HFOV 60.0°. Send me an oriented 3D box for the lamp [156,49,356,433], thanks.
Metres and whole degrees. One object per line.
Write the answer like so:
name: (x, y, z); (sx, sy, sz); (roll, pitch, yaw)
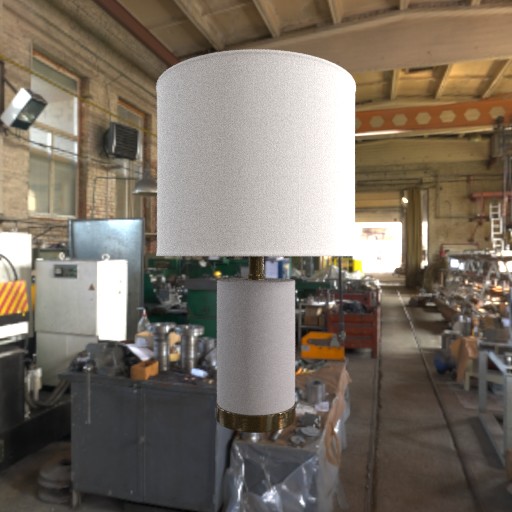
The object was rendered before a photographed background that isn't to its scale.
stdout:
lamp: (0.000, 0.000, 0.522); (0.229, 0.380, 0.229); (0, 0, 0)
